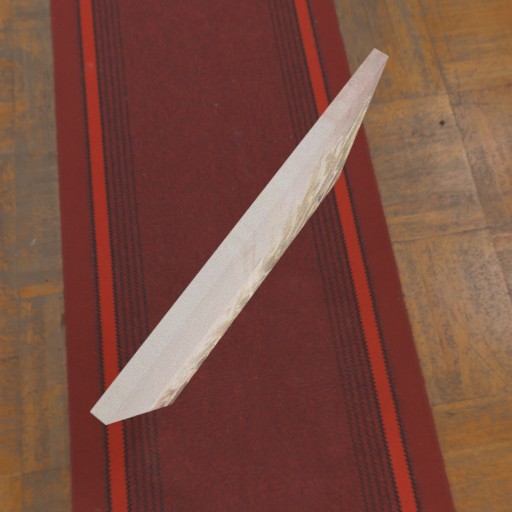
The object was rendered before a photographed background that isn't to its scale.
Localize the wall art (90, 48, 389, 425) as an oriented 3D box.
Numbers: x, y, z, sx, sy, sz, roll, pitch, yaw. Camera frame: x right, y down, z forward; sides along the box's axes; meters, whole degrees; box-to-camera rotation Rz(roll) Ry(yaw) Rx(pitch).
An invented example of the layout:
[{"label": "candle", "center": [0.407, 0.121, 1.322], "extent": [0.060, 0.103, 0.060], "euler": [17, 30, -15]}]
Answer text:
[{"label": "wall art", "center": [0.000, 0.000, 1.145], "extent": [0.040, 0.608, 0.916], "euler": [35, 77, 9]}]
